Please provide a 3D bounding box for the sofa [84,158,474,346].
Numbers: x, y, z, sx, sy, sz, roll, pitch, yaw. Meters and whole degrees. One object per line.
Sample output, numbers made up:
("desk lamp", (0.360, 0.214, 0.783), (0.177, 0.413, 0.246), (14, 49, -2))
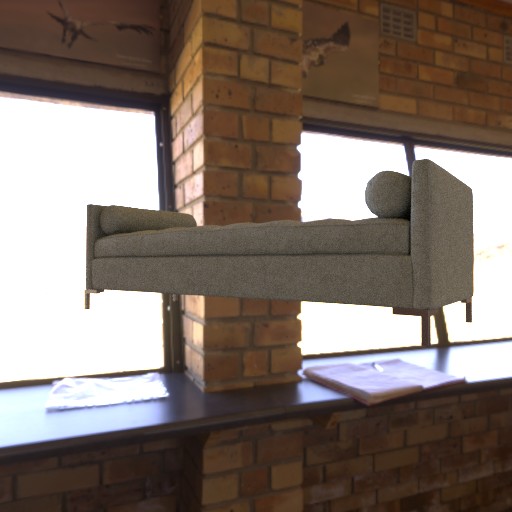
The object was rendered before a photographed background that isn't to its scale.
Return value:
("sofa", (0.000, 0.000, 2.459), (2.102, 0.657, 0.797), (-1, -1, 36))
